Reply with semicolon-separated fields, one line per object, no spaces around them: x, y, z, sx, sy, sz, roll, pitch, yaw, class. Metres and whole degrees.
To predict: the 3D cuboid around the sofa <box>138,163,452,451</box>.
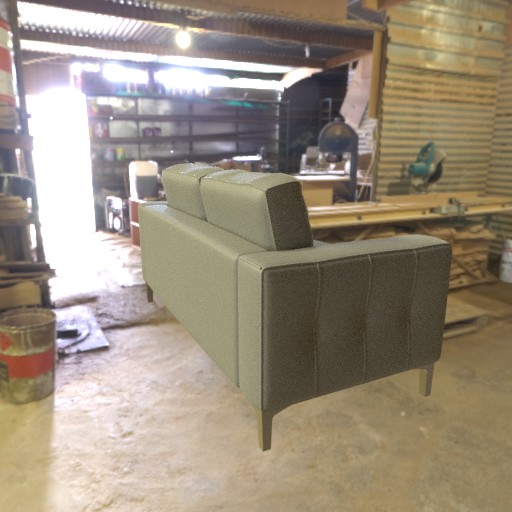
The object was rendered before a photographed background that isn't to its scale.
0.000;0.000;2.249;0.833;0.893;1.726;-7;16;-26;sofa
